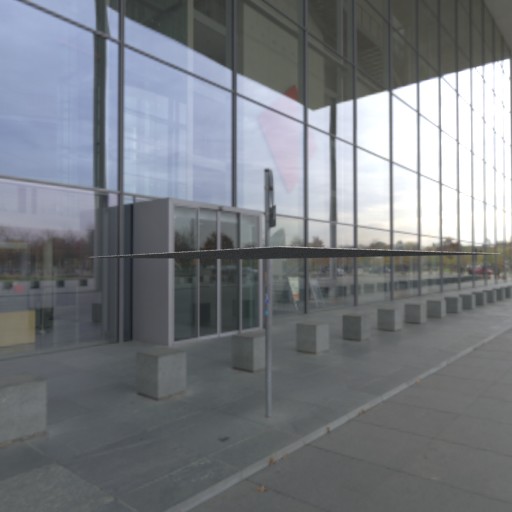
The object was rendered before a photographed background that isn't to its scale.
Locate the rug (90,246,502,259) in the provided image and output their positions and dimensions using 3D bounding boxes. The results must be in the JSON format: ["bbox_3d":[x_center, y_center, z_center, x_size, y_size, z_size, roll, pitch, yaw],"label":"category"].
[{"bbox_3d":[0.000,0.000,2.948,1.524,0.005,2.439,1,-2,-35],"label":"rug"}]
